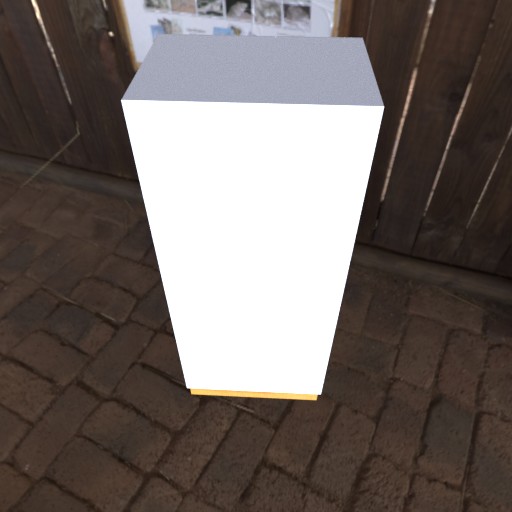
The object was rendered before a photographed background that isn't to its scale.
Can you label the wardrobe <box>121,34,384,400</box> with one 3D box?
[{"bbox_3d":[0.000,0.000,2.386,0.860,2.040,0.600,2,46,2],"label":"wardrobe"}]
